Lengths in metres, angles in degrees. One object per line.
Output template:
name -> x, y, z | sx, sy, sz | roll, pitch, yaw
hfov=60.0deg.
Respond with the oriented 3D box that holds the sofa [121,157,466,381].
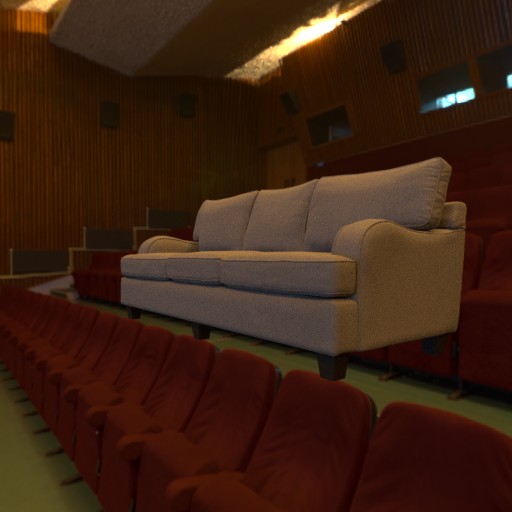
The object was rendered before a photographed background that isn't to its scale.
sofa -> 0.000, 0.000, 2.894 | 1.016, 0.991, 2.323 | 0, 0, -37
